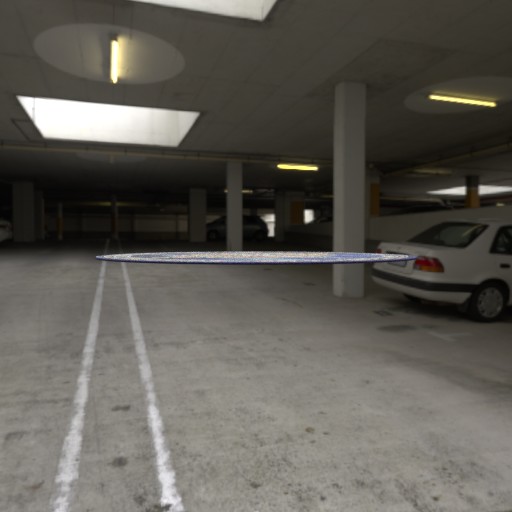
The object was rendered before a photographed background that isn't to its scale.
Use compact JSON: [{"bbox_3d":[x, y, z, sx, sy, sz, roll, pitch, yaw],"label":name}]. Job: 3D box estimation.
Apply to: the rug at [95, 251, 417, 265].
[{"bbox_3d":[0.000,0.000,2.329,1.591,0.010,1.591,0,2,0],"label":"rug"}]
